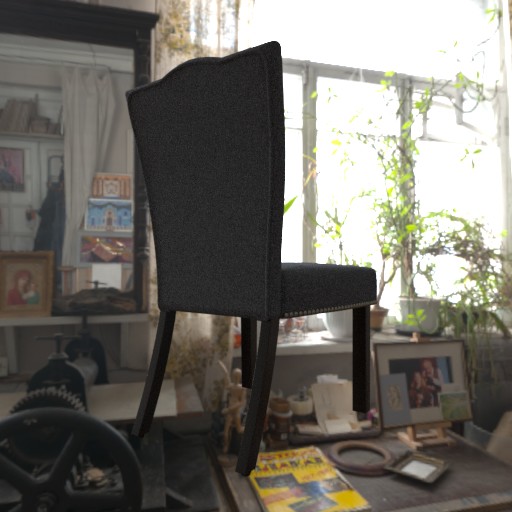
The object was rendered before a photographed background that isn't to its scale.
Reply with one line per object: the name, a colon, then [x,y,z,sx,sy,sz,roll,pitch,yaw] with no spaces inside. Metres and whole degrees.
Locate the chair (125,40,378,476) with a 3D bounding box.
chair: [0.000,0.000,1.280,0.518,0.946,0.589,0,-1,36]
